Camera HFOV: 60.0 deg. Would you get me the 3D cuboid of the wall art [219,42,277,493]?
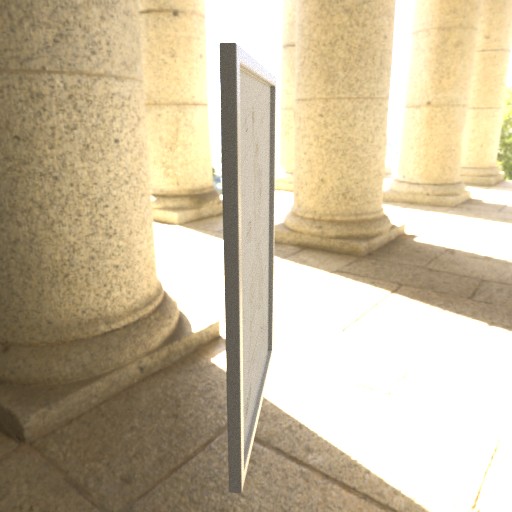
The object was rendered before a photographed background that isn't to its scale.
[{"bbox_3d":[0.000,0.000,1.019,0.026,0.813,0.556,3,17,8],"label":"wall art"}]
